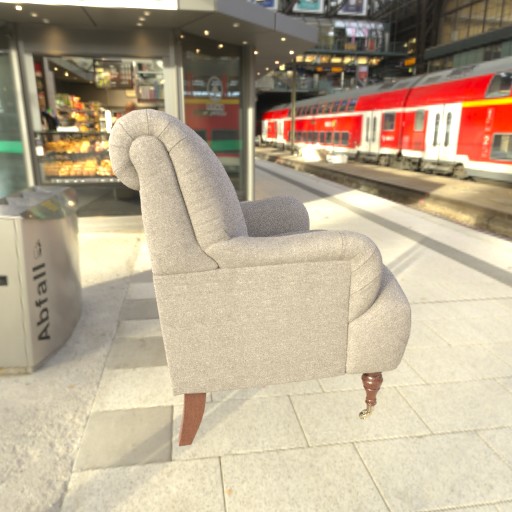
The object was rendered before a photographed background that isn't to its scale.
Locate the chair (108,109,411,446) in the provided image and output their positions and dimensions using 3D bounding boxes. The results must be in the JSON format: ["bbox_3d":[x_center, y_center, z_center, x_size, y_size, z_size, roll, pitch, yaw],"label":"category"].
[{"bbox_3d":[0.000,0.000,1.525,0.843,0.942,0.766,-3,16,-11],"label":"chair"}]
